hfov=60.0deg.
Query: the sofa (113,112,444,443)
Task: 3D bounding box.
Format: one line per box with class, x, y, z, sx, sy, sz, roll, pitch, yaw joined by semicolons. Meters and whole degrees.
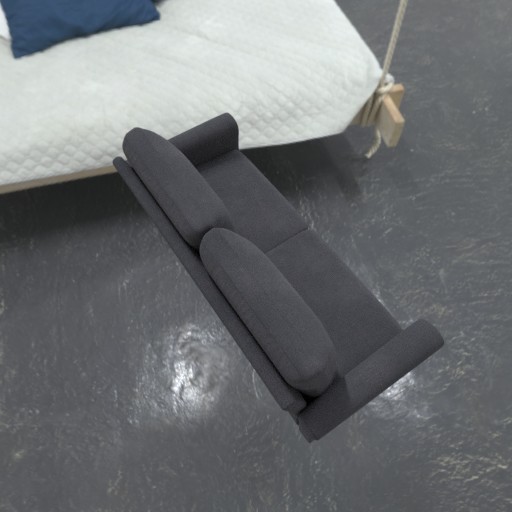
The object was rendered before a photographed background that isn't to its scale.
sofa;0.000;0.000;2.484;0.842;0.942;1.935;-30;62;-17
